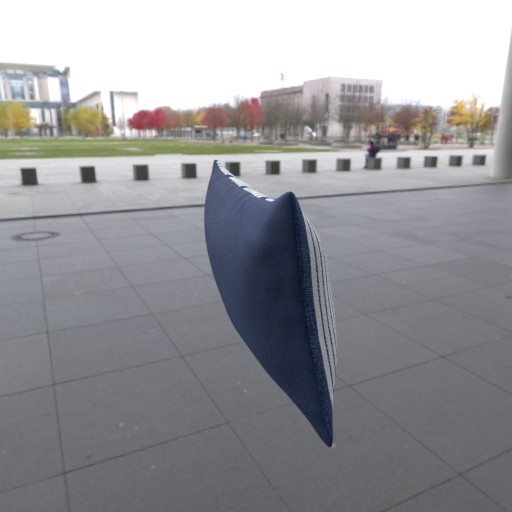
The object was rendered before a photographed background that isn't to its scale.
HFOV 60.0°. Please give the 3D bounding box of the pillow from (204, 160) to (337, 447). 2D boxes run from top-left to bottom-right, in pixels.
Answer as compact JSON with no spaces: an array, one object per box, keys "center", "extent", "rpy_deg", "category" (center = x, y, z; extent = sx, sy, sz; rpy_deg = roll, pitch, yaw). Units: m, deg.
[{"center":[0.000,0.000,0.746],"extent":[0.156,0.292,0.608],"rpy_deg":[-3,16,-11],"category":"pillow"}]
